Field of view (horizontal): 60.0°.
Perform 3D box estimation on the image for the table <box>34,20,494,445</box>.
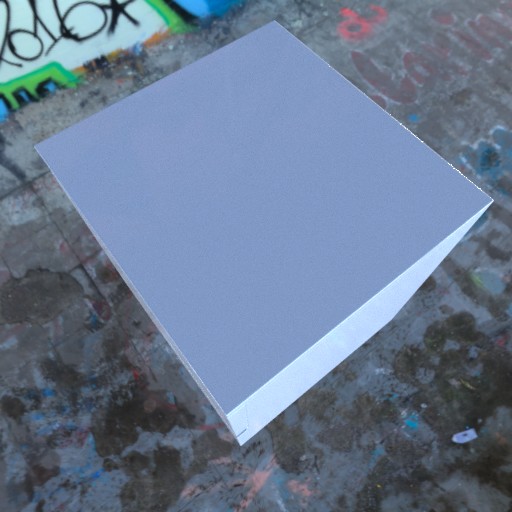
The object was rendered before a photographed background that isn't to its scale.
[{"bbox_3d":[0.000,0.000,0.763,0.400,0.470,0.420,-35,69,-16],"label":"table"}]
